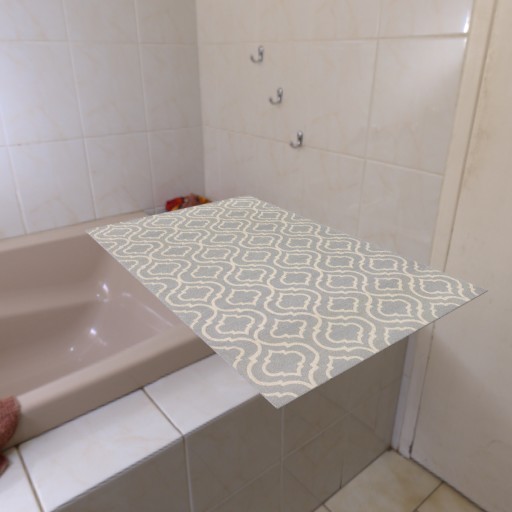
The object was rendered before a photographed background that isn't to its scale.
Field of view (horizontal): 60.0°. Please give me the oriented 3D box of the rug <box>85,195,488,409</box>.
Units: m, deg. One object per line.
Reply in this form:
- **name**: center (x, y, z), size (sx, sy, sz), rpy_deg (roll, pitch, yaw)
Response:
- **rug**: center (0.000, 0.000, 2.199), size (1.141, 0.015, 1.749), rpy_deg (-17, 29, -33)
